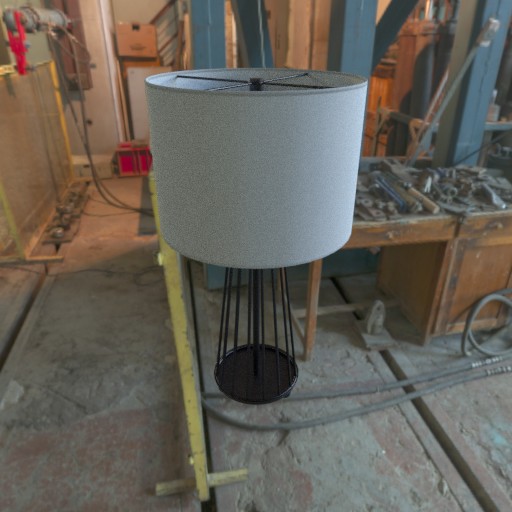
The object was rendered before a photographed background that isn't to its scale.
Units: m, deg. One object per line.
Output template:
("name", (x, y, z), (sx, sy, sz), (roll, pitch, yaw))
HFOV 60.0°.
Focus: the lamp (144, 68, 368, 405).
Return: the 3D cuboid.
("lamp", (0.000, 0.000, 0.789), (0.322, 0.593, 0.322), (17, 32, 30))
